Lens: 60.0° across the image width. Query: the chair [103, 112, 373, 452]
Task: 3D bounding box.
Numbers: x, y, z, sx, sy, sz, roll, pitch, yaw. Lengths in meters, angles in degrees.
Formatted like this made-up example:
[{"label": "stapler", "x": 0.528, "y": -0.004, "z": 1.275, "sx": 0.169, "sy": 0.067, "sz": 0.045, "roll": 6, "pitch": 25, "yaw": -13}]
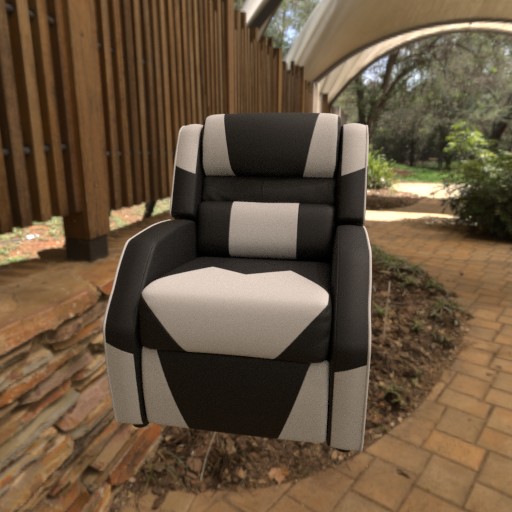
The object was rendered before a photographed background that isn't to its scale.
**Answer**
[{"label": "chair", "x": 0.000, "y": 0.000, "z": 1.259, "sx": 0.620, "sy": 0.805, "sz": 0.672, "roll": 3, "pitch": 15, "yaw": 10}]
